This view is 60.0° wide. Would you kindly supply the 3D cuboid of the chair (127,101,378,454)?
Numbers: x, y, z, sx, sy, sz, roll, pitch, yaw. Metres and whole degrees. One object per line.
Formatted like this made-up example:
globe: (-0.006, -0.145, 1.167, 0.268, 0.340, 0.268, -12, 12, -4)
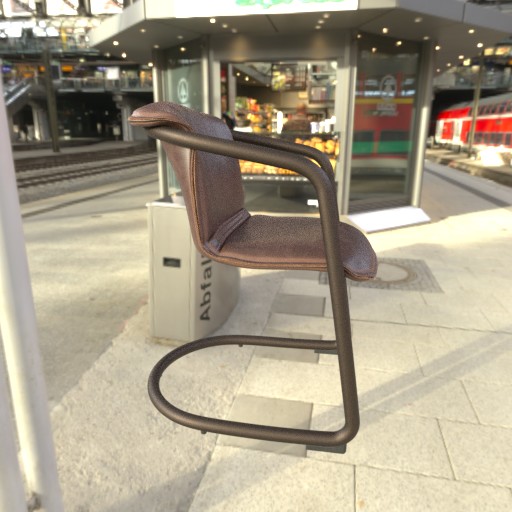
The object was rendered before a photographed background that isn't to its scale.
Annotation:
chair: (0.000, 0.000, 1.263, 0.664, 0.836, 0.536, 3, 16, 9)
